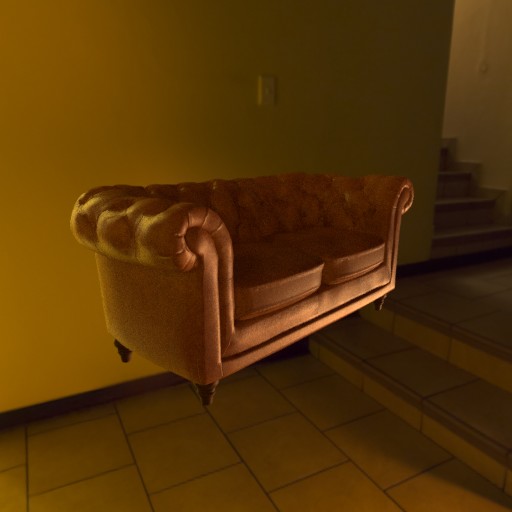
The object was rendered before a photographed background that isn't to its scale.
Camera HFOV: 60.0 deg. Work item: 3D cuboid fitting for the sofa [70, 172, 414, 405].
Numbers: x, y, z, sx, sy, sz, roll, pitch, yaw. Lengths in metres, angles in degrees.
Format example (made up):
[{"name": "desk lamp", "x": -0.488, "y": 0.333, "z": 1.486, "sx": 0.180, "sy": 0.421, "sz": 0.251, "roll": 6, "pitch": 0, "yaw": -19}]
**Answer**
[{"name": "sofa", "x": 0.000, "y": 0.000, "z": 2.568, "sx": 1.042, "sy": 0.877, "sz": 1.979, "roll": 13, "pitch": 19, "yaw": 41}]
